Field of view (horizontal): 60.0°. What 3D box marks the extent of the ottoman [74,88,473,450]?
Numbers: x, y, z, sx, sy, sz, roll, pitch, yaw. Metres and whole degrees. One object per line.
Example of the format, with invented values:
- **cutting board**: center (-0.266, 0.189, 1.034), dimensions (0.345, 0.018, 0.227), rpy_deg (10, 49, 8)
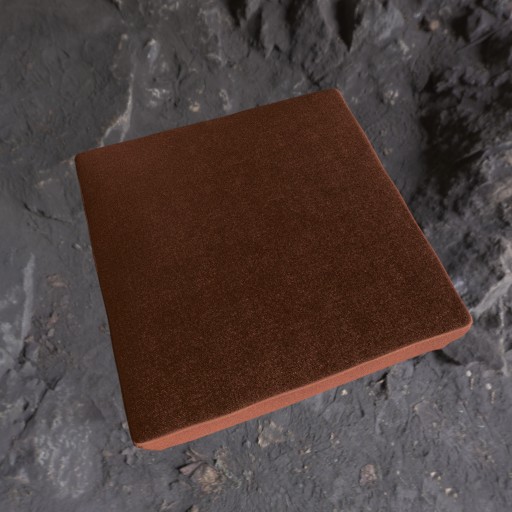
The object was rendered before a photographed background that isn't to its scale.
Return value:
- **ottoman**: center (0.000, 0.000, 1.527), dimensions (0.997, 0.438, 0.999), rpy_deg (-17, 65, -8)
